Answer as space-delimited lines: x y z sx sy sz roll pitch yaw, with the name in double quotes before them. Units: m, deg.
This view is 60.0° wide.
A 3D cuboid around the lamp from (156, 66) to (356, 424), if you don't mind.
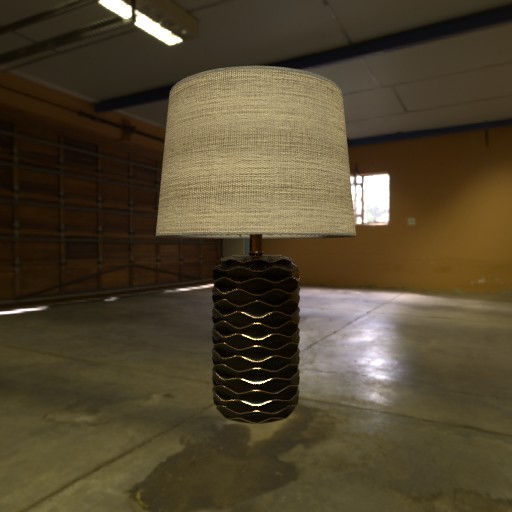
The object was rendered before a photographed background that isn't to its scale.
"lamp" 0.000 0.000 0.853 0.376 0.594 0.376 0 1 0
